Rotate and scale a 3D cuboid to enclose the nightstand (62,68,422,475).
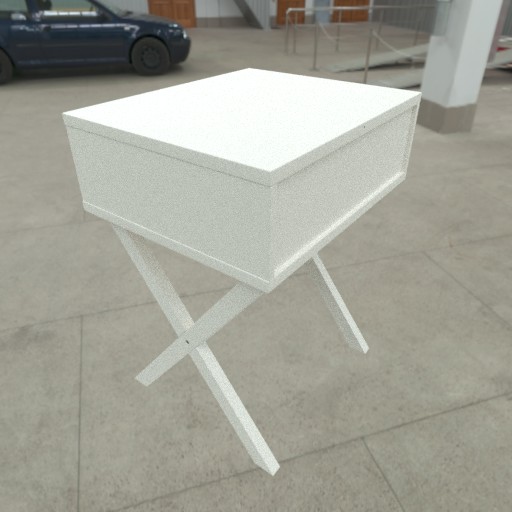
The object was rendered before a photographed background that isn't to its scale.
[{"bbox_3d":[0.000,0.000,0.921,0.402,0.623,0.479,22,39,30],"label":"nightstand"}]
